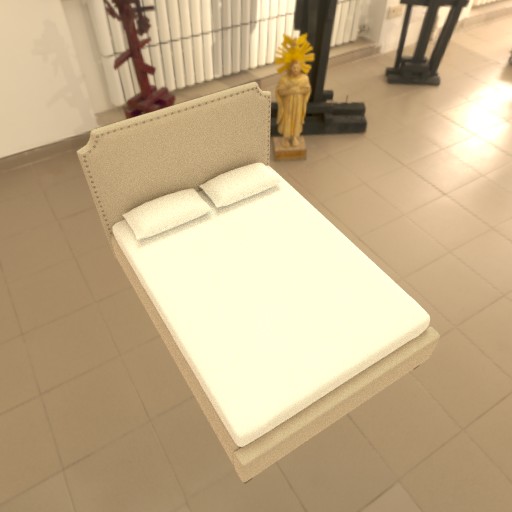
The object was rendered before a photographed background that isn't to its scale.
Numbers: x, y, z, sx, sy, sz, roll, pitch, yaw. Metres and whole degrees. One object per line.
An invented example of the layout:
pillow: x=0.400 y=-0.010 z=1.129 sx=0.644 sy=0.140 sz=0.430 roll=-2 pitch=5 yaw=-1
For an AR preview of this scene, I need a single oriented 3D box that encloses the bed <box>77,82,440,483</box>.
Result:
bed: x=0.000 y=0.000 z=3.379 sx=1.713 sy=1.443 sz=2.372 roll=-25 pitch=52 yaw=-21
